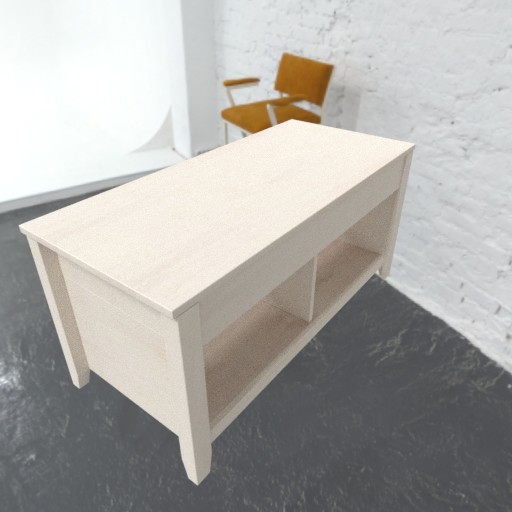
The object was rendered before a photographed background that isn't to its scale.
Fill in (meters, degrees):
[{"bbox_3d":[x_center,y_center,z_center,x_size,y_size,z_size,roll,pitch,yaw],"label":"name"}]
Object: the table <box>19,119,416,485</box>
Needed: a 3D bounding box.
[{"bbox_3d":[0.000,0.000,1.267,0.457,0.483,1.016,22,39,31],"label":"table"}]
